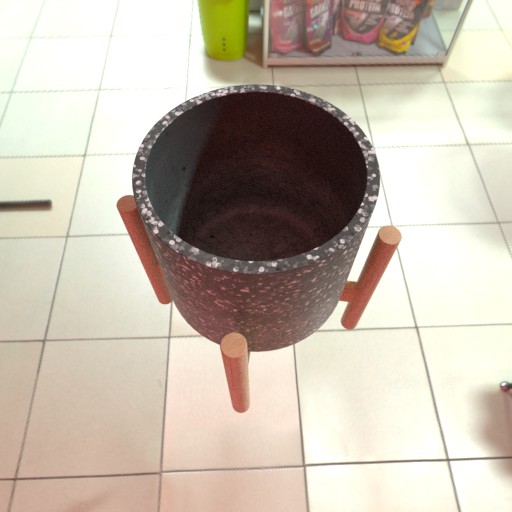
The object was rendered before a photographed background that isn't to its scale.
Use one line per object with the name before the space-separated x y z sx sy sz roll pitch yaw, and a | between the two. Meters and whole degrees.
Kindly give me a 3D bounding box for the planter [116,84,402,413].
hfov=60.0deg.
planter | 0.000 0.000 0.538 0.284 0.320 0.284 27 63 15
